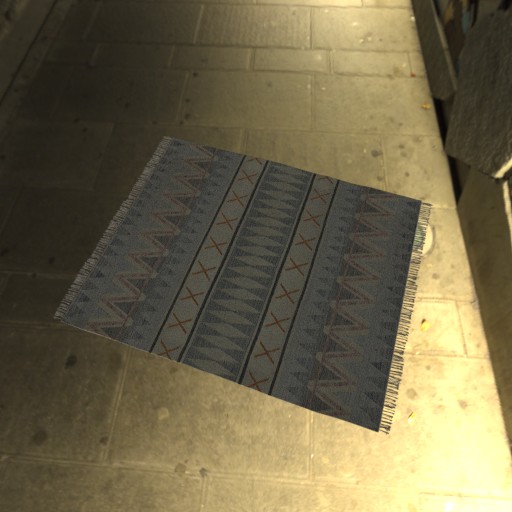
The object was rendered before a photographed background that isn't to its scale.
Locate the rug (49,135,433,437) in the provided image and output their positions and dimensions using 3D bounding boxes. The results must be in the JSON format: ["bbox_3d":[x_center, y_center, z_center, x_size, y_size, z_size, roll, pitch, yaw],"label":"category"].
[{"bbox_3d":[0.000,0.000,4.165,3.000,0.012,2.371,16,60,10],"label":"rug"}]
